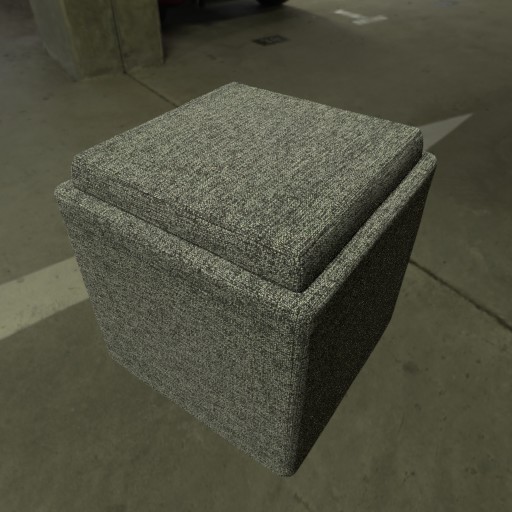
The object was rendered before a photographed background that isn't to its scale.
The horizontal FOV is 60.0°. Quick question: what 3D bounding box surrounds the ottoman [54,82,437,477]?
[{"bbox_3d":[0.000,0.000,0.808,0.450,0.463,0.450,25,46,26],"label":"ottoman"}]
